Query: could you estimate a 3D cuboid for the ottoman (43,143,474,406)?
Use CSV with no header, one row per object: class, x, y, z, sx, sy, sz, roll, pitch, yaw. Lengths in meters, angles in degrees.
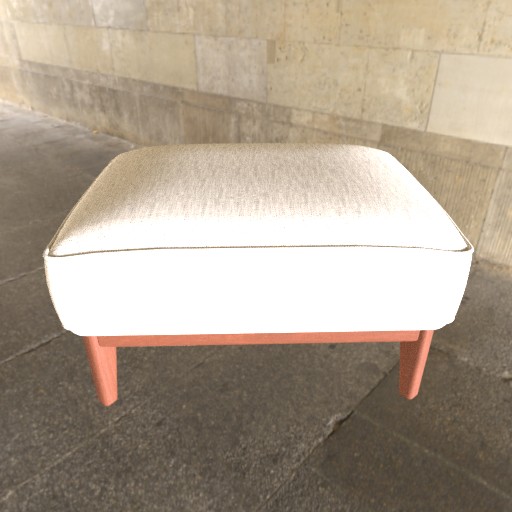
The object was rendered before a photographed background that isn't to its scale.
ottoman,0.000,0.000,1.112,0.794,0.465,0.594,-1,30,-1
